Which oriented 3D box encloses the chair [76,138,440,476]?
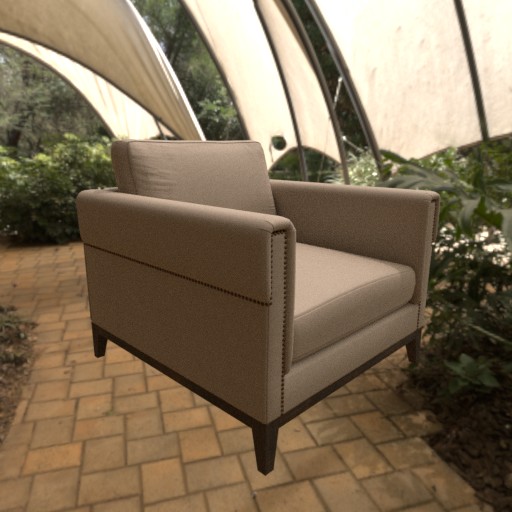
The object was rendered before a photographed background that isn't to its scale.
[{"bbox_3d":[0.000,0.000,1.637,0.959,0.838,0.914,13,19,43],"label":"chair"}]
